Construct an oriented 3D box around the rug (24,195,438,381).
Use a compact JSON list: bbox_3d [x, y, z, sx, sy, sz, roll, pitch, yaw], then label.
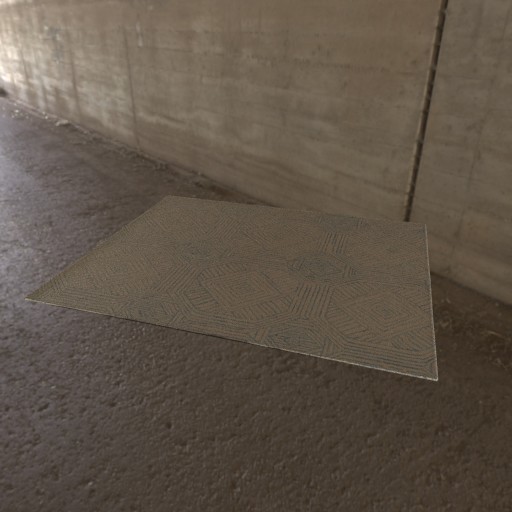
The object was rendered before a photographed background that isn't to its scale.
[{"bbox_3d":[0.000,0.000,4.105,3.049,0.015,2.457,8,29,15],"label":"rug"}]
